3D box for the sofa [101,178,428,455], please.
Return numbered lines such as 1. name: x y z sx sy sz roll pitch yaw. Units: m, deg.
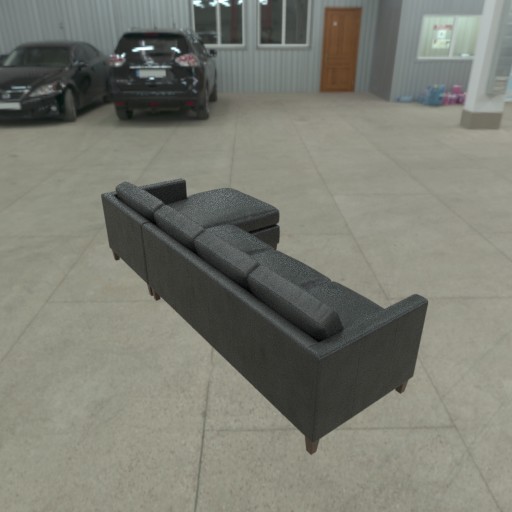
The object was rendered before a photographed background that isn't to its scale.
1. sofa: 0.000 0.000 3.917 1.581 0.883 3.203 -18 32 -32
